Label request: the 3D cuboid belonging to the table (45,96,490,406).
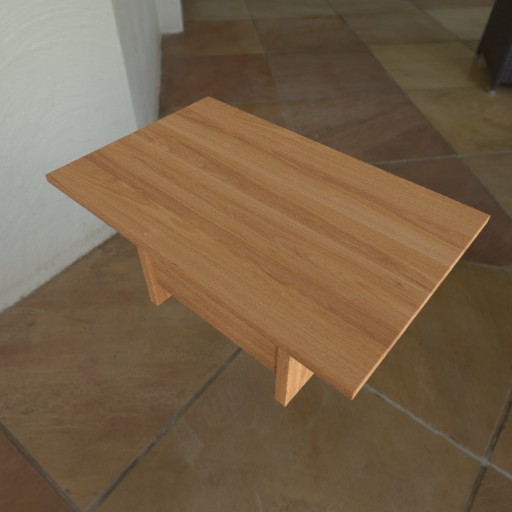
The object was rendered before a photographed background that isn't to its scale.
[{"bbox_3d":[0.000,0.000,1.466,1.100,0.510,0.700,32,53,28],"label":"table"}]
